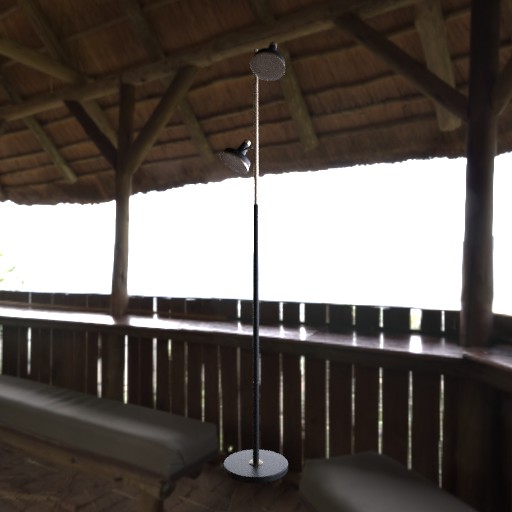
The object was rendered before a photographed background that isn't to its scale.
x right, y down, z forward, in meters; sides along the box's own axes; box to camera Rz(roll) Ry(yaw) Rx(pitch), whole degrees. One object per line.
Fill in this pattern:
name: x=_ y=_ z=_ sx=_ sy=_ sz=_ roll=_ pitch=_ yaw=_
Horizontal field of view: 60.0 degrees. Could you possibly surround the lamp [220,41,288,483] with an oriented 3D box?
lamp: x=0.000 y=0.000 z=1.772 sx=0.253 sy=1.674 sz=0.351 roll=1 pitch=-2 yaw=-36
